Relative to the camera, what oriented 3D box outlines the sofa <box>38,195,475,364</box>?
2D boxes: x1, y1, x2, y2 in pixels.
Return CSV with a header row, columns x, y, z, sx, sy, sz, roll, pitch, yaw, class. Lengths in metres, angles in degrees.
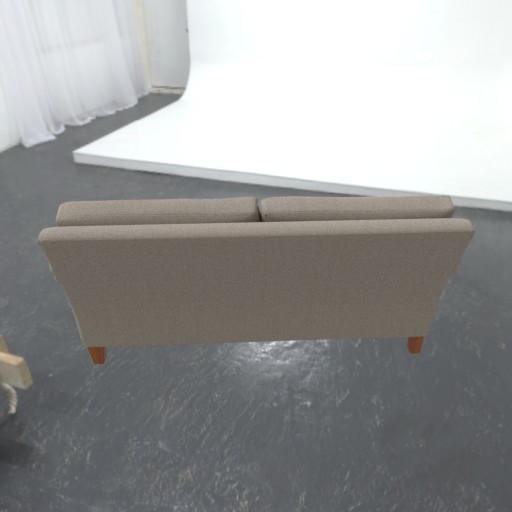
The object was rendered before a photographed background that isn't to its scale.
x,y,z,sx,sy,sz,roll,pitch,yaw,class
0.000,0.000,2.788,2.160,1.054,1.087,-1,31,-2,sofa
